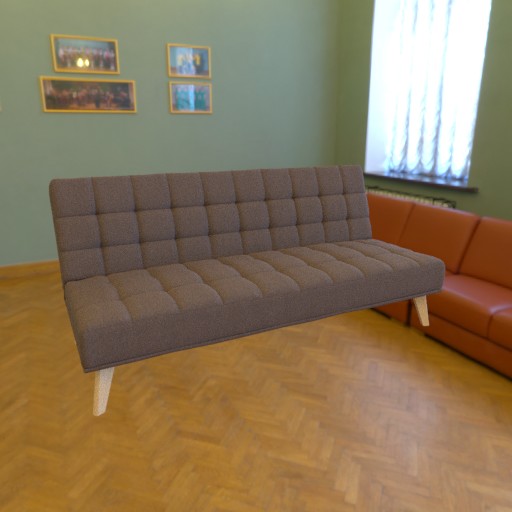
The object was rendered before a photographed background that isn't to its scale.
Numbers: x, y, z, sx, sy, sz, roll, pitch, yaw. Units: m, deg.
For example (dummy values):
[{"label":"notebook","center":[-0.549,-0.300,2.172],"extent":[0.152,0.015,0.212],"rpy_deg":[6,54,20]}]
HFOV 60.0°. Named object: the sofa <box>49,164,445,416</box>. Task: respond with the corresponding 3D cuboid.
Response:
[{"label":"sofa","center":[0.000,0.000,2.242],"extent":[1.800,0.810,0.860],"rpy_deg":[-8,18,-26]}]
